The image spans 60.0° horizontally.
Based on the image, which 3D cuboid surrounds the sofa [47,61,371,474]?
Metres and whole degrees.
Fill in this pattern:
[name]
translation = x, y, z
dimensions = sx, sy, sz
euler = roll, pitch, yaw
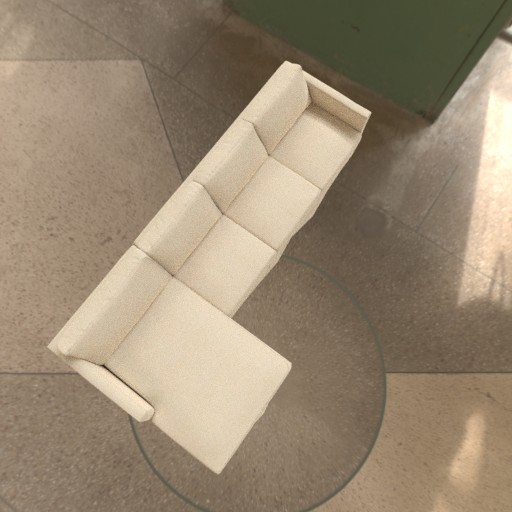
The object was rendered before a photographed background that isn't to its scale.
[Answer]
[sofa]
translation = 0.000, 0.000, 3.820
dimensions = 1.650, 0.922, 3.205
euler = 35, 78, 9
